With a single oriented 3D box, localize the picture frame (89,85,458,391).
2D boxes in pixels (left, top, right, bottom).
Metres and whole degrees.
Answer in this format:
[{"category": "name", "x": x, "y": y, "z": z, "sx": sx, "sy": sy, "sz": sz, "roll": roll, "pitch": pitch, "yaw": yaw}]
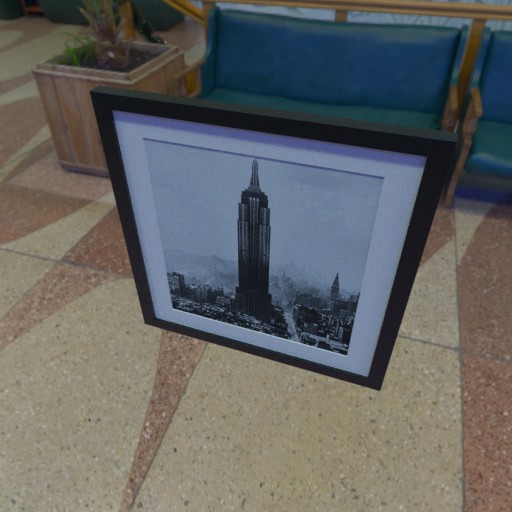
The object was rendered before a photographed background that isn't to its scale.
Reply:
[{"category": "picture frame", "x": 0.000, "y": 0.000, "z": 0.829, "sx": 0.559, "sy": 0.557, "sz": 0.029, "roll": 13, "pitch": 41, "yaw": 15}]
